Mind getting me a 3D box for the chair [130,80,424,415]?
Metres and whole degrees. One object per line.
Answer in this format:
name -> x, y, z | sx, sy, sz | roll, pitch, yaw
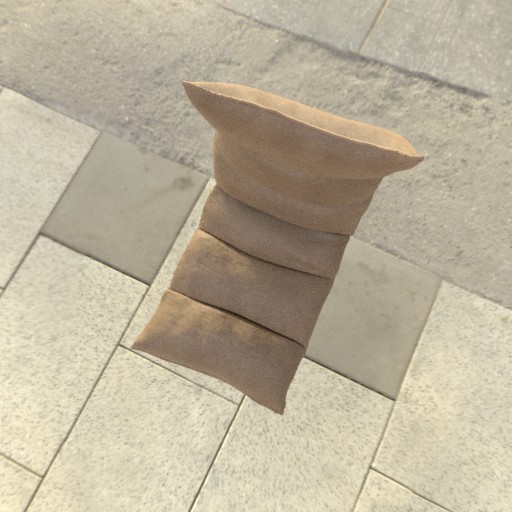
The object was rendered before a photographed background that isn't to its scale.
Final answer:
chair -> 0.000, 0.000, 1.596 | 0.714, 0.892, 0.985 | 23, 77, 6
